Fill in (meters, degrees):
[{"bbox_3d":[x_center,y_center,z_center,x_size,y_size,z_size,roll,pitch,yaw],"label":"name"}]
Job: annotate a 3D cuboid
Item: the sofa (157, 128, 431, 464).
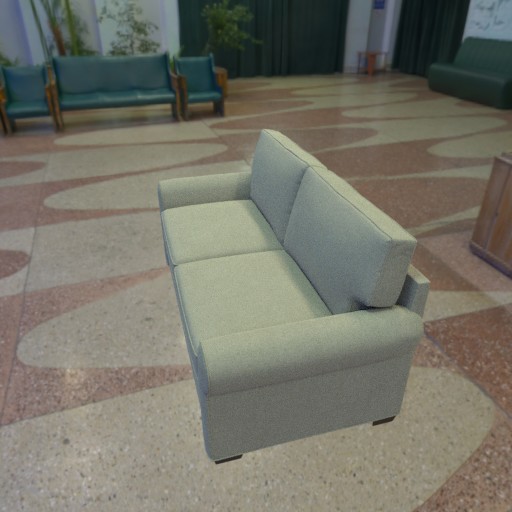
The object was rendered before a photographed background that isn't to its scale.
[{"bbox_3d":[0.000,0.000,2.300,0.861,0.933,1.774,-8,31,-14],"label":"sofa"}]
